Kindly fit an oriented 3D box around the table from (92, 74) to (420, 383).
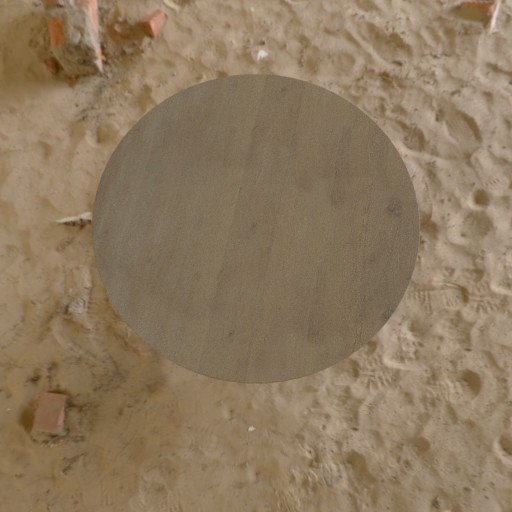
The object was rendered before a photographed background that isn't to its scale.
[{"bbox_3d":[0.000,0.000,1.459,0.800,0.780,0.800,0,74,0],"label":"table"}]
